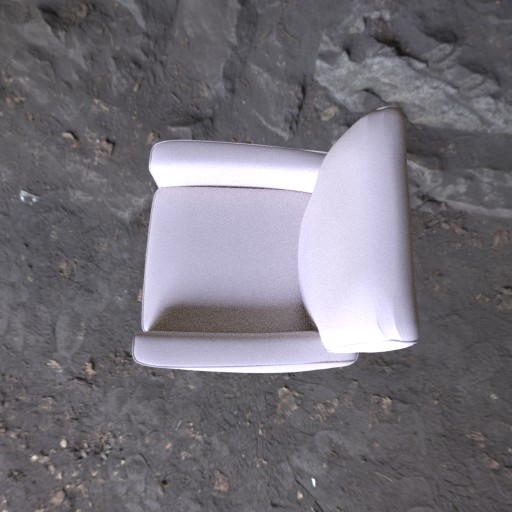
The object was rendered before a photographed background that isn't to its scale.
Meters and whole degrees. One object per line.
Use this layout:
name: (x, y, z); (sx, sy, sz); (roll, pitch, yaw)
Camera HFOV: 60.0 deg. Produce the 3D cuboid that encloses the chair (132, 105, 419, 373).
chair: (0.000, 0.000, 1.650); (0.858, 1.028, 0.841); (1, 75, 0)
